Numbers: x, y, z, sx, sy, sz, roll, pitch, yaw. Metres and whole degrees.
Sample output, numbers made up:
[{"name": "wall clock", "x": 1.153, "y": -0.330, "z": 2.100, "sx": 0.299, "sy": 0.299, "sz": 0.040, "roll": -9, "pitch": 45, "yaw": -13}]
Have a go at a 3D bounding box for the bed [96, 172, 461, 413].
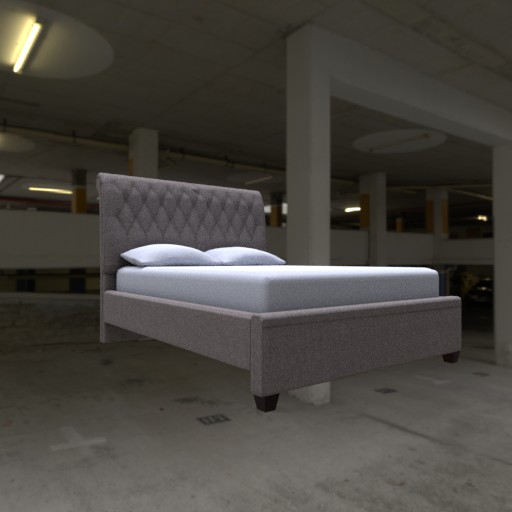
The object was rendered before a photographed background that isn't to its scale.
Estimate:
[{"name": "bed", "x": 0.000, "y": 0.000, "z": 3.267, "sx": 1.645, "sy": 1.371, "sz": 2.252, "roll": 0, "pitch": -1, "yaw": -37}]
